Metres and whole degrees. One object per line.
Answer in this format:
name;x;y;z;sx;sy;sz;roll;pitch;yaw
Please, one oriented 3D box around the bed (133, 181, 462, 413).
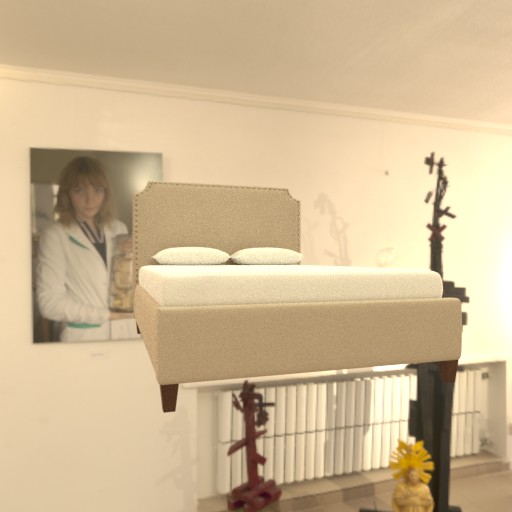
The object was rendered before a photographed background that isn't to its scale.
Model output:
bed;0.000;0.000;3.359;1.713;1.443;2.372;0;0;-18
